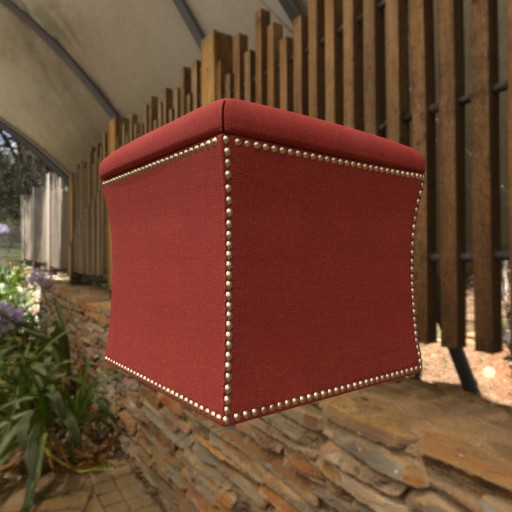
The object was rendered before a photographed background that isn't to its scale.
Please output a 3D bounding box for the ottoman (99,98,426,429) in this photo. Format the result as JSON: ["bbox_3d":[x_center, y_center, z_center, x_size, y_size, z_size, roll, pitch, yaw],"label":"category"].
[{"bbox_3d":[0.000,0.000,0.913,0.507,0.475,0.497,0,0,-38],"label":"ottoman"}]
